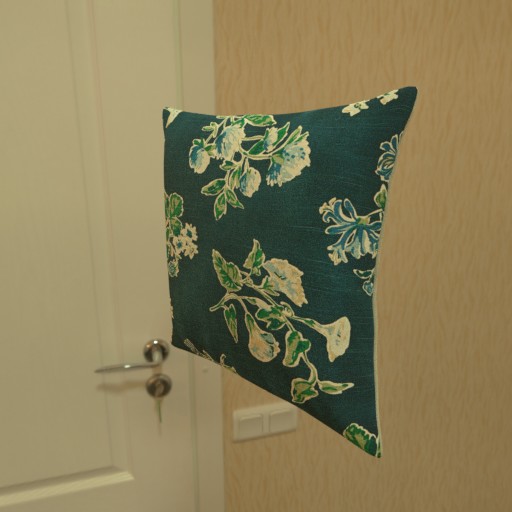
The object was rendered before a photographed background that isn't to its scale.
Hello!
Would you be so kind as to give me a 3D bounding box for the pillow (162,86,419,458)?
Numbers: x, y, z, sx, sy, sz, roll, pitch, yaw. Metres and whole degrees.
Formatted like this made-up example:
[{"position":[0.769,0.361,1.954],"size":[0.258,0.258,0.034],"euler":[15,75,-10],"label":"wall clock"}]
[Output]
[{"position":[0.000,0.000,0.757],"size":[0.166,0.508,0.525],"euler":[-15,21,-43],"label":"pillow"}]
